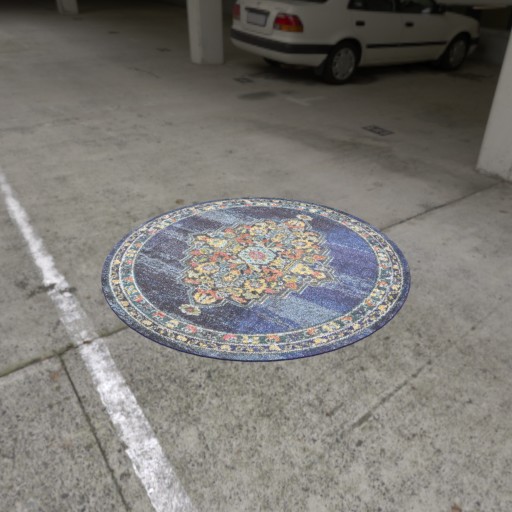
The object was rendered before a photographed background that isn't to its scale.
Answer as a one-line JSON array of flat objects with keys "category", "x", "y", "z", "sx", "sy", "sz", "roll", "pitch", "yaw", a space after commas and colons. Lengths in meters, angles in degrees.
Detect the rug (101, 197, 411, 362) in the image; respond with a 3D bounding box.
[{"category": "rug", "x": 0.000, "y": 0.000, "z": 2.379, "sx": 1.591, "sy": 0.010, "sz": 1.591, "roll": 0, "pitch": 30, "yaw": 0}]
